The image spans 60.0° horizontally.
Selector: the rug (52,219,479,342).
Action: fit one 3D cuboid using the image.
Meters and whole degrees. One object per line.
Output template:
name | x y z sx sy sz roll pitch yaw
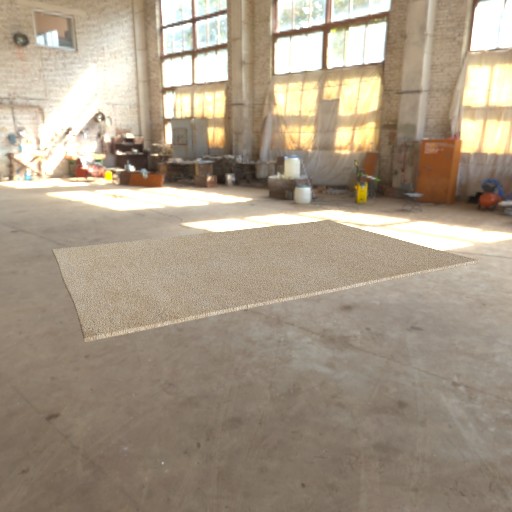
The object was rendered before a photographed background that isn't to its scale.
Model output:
rug | 0.000 0.000 3.354 2.699 0.025 1.800 -8 17 -27
